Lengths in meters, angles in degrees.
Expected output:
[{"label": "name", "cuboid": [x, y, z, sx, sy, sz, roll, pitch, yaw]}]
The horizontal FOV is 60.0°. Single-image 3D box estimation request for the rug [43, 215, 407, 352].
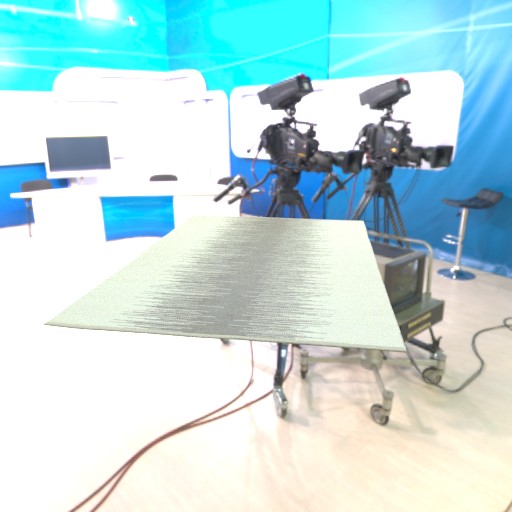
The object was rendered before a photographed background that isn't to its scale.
[{"label": "rug", "cuboid": [0.000, 0.000, 2.306, 1.226, 0.007, 1.815, 3, 18, 8]}]
